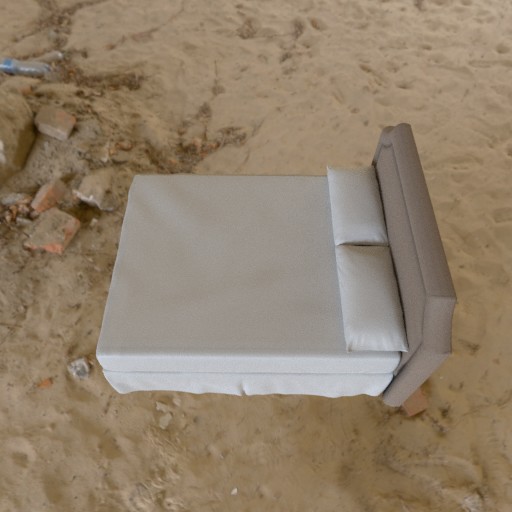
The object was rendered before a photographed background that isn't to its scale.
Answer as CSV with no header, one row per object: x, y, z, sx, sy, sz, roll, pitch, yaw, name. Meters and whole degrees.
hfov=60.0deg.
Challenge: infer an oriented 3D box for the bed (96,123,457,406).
0.000,0.000,3.241,2.164,1.303,1.828,0,57,0,bed
